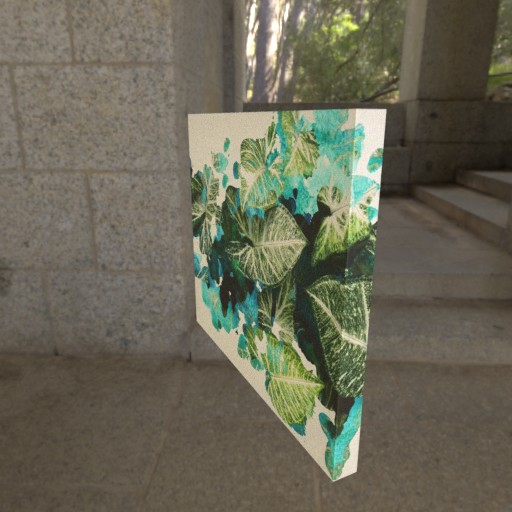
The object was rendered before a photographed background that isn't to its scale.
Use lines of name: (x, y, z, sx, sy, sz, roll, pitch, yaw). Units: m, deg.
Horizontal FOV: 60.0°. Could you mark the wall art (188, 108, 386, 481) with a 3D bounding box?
wall art: (0.000, 0.000, 0.705, 0.041, 0.435, 0.507, -8, 19, -25)
